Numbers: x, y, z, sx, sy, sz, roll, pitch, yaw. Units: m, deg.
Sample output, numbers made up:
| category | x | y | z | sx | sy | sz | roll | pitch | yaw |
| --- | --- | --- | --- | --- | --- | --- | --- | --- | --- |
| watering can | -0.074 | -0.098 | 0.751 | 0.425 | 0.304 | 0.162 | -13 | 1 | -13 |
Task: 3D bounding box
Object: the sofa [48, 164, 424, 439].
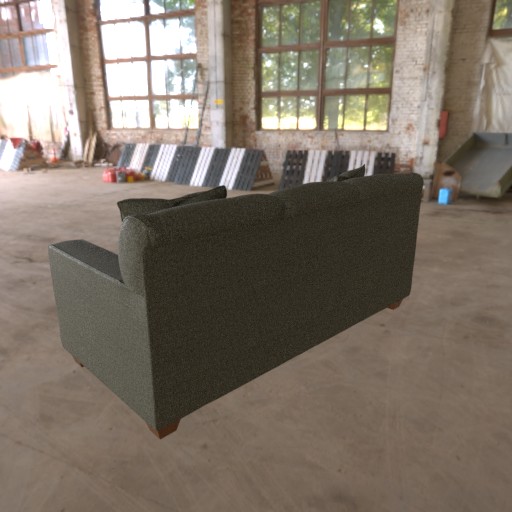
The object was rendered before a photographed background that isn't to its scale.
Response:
| category | x | y | z | sx | sy | sz | roll | pitch | yaw |
| --- | --- | --- | --- | --- | --- | --- | --- | --- | --- |
| sofa | 0.000 | 0.000 | 2.578 | 2.024 | 0.958 | 0.997 | -16 | 23 | -41 |
